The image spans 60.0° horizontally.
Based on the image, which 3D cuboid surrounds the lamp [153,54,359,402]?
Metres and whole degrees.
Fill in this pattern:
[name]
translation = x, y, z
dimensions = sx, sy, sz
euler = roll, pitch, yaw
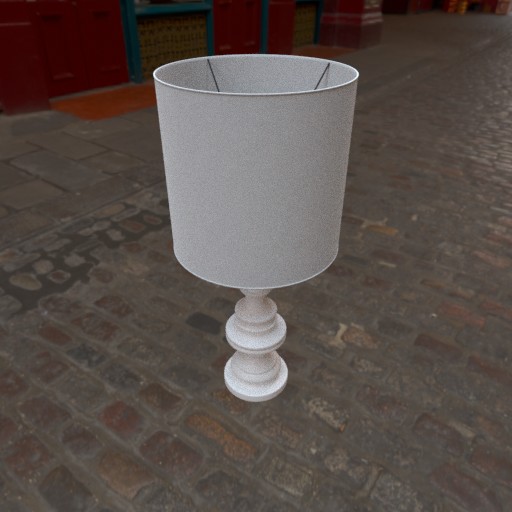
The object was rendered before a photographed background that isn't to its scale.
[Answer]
[lamp]
translation = 0.000, 0.000, 0.581
dimensions = 0.208, 0.455, 0.208
euler = 21, 38, 29
